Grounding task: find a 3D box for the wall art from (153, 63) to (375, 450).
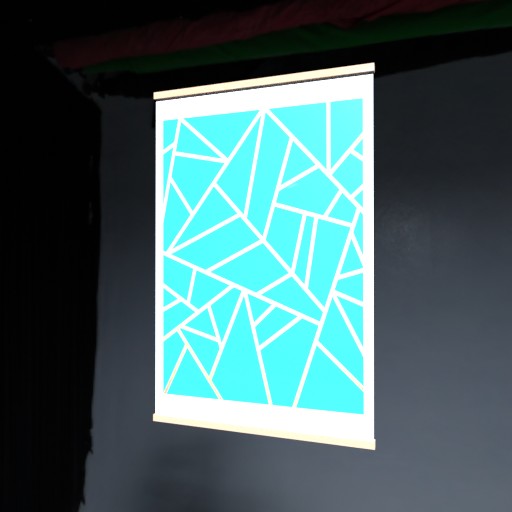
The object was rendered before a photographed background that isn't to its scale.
[{"bbox_3d":[0.000,0.000,1.911,0.990,1.519,0.030,0,0,18],"label":"wall art"}]
